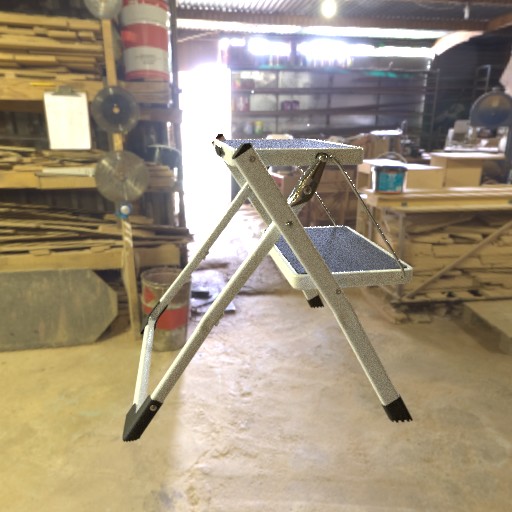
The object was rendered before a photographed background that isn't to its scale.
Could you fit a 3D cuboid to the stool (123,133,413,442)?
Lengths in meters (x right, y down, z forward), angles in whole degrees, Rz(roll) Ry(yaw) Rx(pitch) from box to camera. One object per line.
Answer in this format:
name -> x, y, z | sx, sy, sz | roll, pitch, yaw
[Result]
stool -> 0.000, 0.000, 0.854 | 0.490, 0.445, 0.485 | -3, 17, -9
